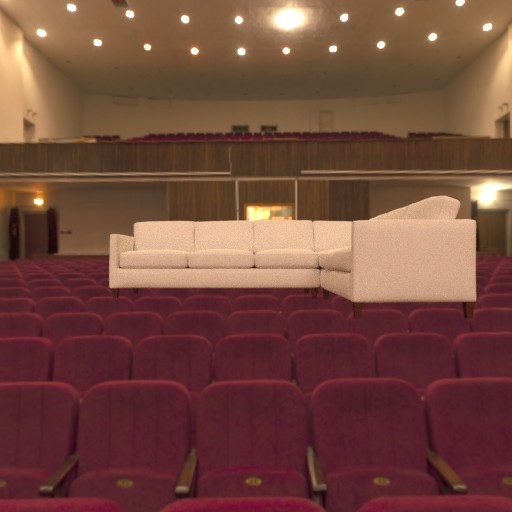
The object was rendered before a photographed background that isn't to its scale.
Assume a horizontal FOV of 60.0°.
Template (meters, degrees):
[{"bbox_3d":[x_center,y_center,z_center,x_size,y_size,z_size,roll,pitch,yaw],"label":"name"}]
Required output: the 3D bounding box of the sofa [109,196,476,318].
[{"bbox_3d":[0.000,0.000,4.531,3.302,0.947,2.593,0,0,0],"label":"sofa"}]
